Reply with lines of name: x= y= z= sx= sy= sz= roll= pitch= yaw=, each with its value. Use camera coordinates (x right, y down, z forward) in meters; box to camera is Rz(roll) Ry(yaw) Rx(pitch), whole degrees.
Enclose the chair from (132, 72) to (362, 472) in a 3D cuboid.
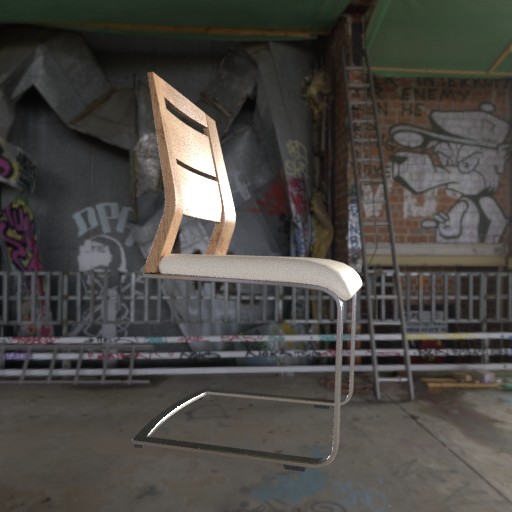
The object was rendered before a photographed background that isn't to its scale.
chair: x=0.000 y=0.000 z=1.243 sx=0.561 sy=0.955 sz=0.457 roll=0 pitch=0 yaw=17
